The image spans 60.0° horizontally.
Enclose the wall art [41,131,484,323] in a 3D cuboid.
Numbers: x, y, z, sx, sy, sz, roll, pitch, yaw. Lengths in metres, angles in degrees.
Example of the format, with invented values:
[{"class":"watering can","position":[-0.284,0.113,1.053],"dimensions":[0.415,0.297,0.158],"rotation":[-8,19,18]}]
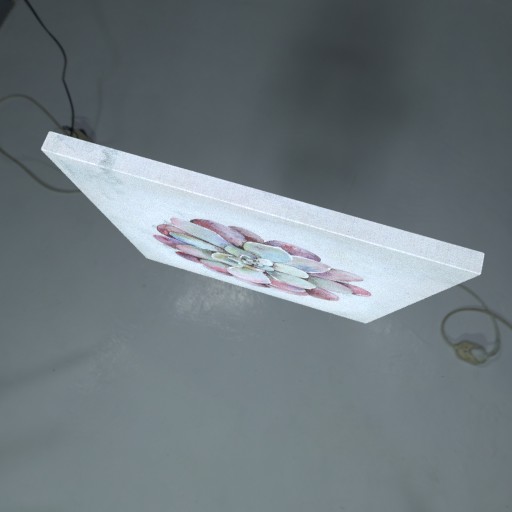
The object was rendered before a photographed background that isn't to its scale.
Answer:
[{"class":"wall art","position":[0.000,0.000,1.107],"dimensions":[0.762,0.762,0.041],"rotation":[16,76,4]}]
